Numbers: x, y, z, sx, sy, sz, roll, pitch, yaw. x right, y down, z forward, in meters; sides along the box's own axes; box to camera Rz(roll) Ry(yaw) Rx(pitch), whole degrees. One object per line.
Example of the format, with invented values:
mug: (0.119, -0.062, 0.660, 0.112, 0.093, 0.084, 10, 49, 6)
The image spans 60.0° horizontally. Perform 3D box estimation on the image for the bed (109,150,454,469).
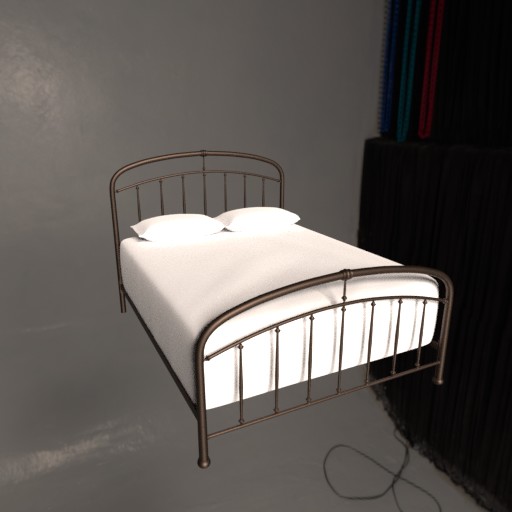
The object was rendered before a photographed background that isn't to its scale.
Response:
bed: (0.000, 0.000, 3.293, 1.711, 1.425, 2.180, -8, 19, -25)
